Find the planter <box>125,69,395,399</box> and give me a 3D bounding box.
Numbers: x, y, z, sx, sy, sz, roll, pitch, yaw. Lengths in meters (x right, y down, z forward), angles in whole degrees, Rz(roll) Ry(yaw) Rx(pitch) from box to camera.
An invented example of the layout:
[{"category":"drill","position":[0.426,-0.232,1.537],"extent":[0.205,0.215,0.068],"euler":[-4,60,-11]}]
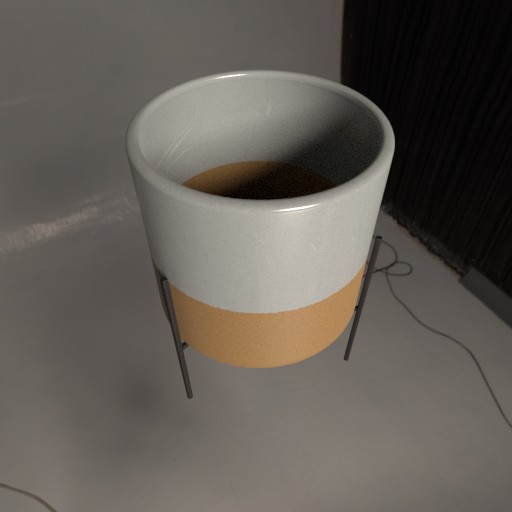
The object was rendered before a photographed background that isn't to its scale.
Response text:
[{"category":"planter","position":[0.000,0.000,0.655],"extent":[0.310,0.432,0.310],"euler":[-22,50,-20]}]
